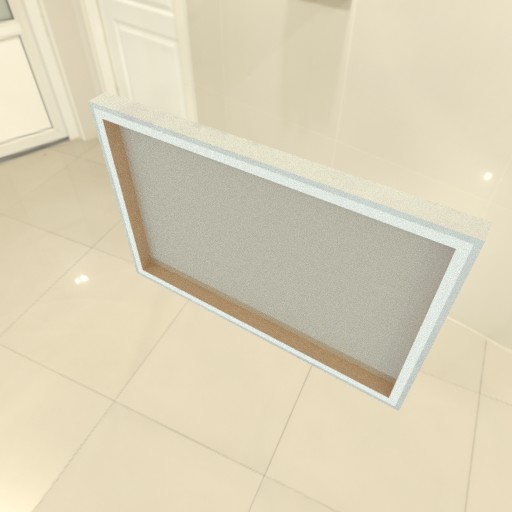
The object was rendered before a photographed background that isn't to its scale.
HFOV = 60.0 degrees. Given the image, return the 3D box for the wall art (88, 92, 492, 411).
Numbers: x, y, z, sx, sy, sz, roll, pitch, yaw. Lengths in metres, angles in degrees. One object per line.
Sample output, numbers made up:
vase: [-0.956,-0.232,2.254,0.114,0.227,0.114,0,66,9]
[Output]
wall art: [0.000,0.000,0.749,0.609,0.407,0.038,24,50,22]
